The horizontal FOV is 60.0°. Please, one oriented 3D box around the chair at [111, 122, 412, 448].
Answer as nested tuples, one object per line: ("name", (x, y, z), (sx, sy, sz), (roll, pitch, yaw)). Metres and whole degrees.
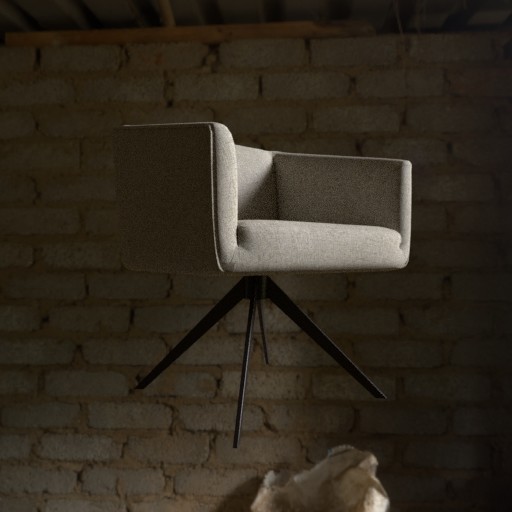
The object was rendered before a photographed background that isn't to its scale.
("chair", (0.000, 0.000, 1.229), (0.628, 0.760, 0.623), (0, 0, -36))
